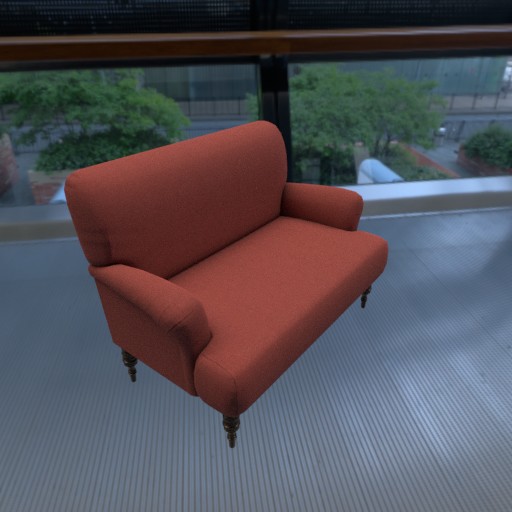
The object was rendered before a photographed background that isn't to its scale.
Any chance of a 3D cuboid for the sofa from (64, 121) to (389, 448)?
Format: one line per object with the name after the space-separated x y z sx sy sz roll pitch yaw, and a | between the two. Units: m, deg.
0.000 0.000 1.914 0.779 0.889 1.297 20 34 32 | sofa
